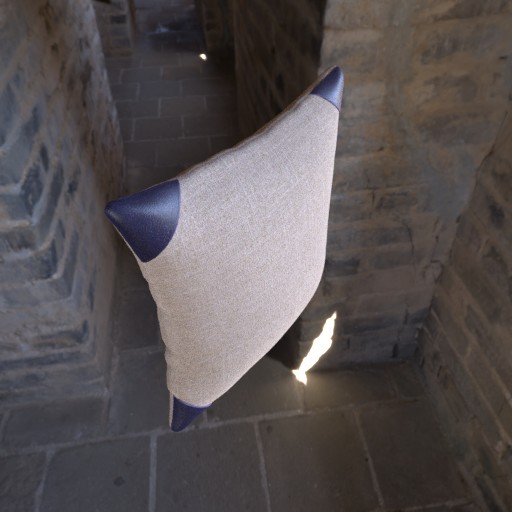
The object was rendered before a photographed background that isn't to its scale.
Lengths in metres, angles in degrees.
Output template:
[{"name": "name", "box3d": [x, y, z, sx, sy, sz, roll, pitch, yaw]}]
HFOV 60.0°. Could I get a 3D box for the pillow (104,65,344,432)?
[{"name": "pillow", "box3d": [0.000, 0.000, 0.669, 0.147, 0.441, 0.440, 26, 49, 25]}]
